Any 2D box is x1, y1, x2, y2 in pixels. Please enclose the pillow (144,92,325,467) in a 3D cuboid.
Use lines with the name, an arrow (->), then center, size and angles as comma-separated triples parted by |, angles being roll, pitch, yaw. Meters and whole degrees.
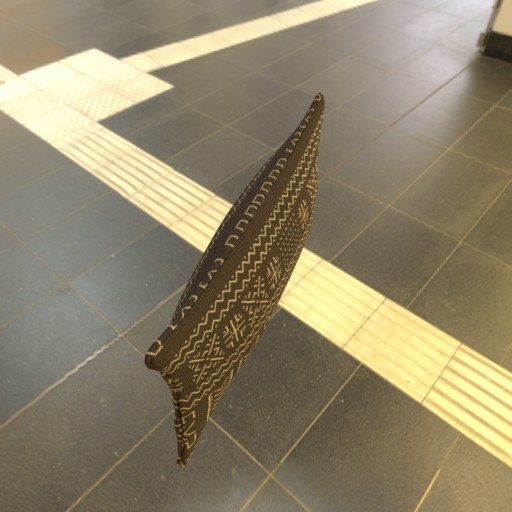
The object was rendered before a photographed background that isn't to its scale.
pillow -> 0.000, 0.000, 0.797 | 0.135, 0.322, 0.667 | 17, 49, 15
